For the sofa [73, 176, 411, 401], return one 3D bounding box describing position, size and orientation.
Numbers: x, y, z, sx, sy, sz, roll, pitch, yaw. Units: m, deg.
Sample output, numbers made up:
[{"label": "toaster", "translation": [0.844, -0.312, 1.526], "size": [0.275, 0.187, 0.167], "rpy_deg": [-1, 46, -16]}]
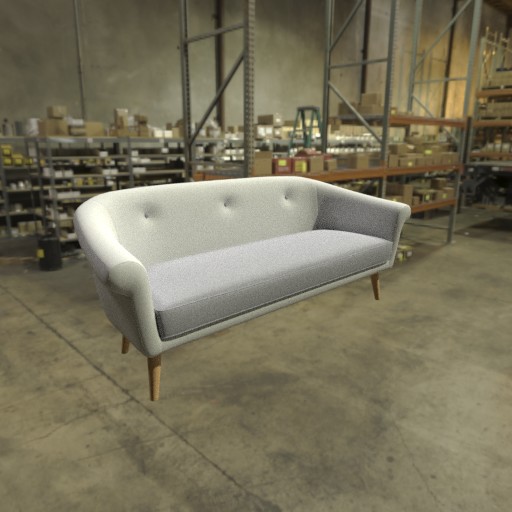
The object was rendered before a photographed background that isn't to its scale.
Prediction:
[{"label": "sofa", "translation": [0.000, 0.000, 2.581], "size": [2.160, 0.795, 0.827], "rpy_deg": [-14, 20, -42]}]
